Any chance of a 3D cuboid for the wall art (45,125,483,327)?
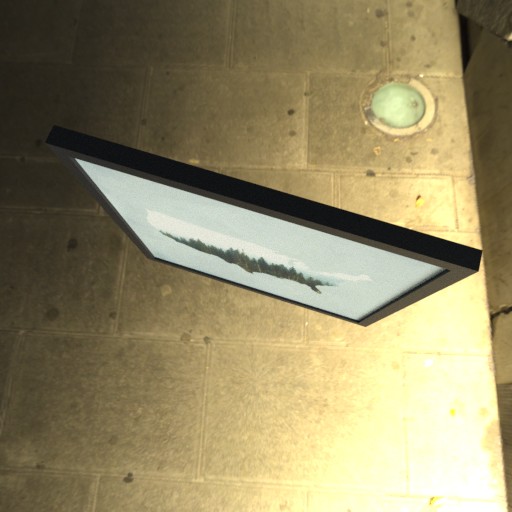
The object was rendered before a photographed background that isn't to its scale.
[{"bbox_3d":[0.000,0.000,1.115,0.763,0.763,0.038,17,75,5],"label":"wall art"}]
